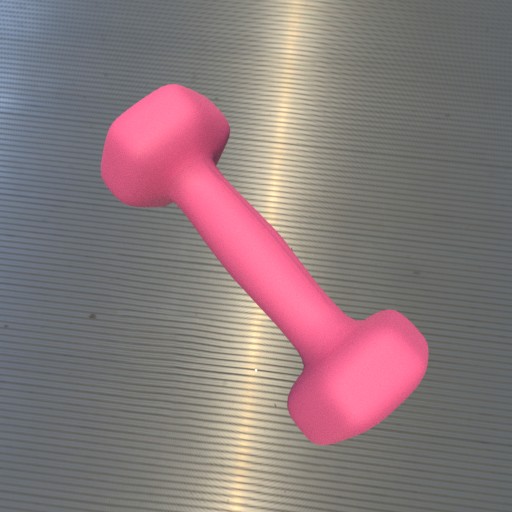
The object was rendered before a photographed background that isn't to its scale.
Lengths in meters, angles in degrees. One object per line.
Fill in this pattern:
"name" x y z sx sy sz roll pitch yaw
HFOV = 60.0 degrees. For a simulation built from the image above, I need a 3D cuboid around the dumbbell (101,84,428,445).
"dumbbell" 0.000 0.000 0.174 0.058 0.053 0.146 -38 79 -9
